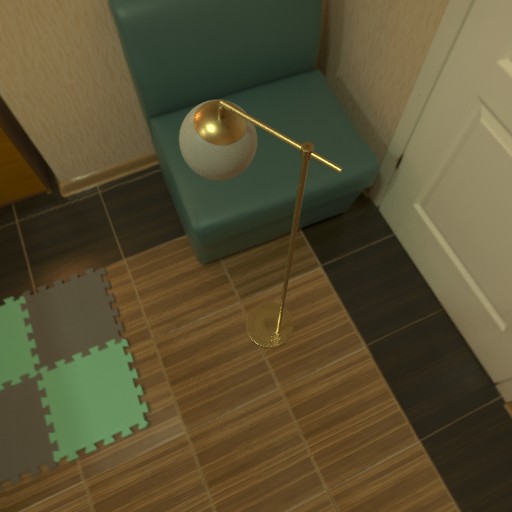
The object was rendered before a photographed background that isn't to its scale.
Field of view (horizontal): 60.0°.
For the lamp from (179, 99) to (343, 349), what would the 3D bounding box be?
[{"bbox_3d":[0.000,0.000,1.719,0.476,1.505,0.249,34,69,15],"label":"lamp"}]
